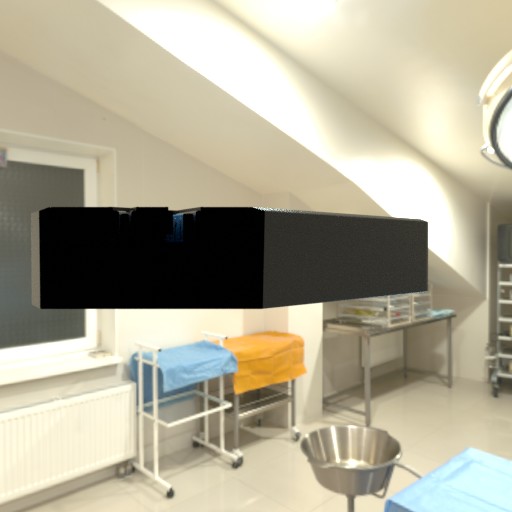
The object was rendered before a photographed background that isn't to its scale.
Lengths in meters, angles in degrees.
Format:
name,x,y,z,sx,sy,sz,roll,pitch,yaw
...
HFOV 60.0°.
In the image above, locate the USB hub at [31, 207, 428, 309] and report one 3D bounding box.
name,x,y,z,sx,sy,sz,roll,pitch,yaw
USB hub,0.000,0.000,0.126,0.110,0.023,0.044,-1,1,-37
